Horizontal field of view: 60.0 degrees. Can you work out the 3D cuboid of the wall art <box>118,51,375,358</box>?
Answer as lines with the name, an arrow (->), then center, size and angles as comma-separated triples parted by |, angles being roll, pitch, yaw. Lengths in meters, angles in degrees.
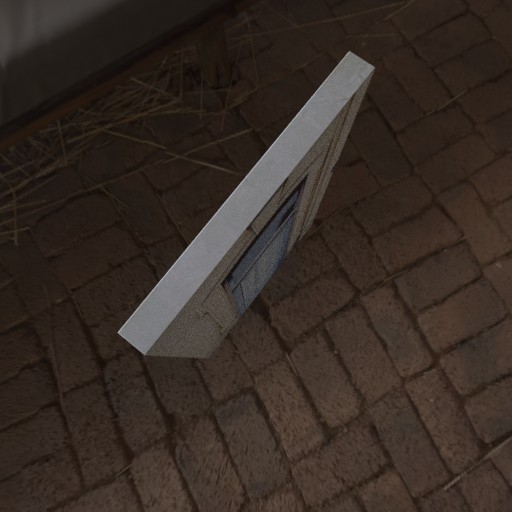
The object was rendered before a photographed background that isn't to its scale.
wall art -> 0.000, 0.000, 0.767 | 0.036, 0.607, 0.403 | 37, 79, 8
